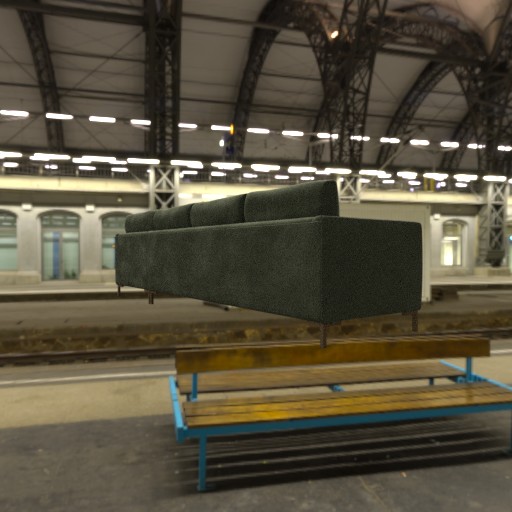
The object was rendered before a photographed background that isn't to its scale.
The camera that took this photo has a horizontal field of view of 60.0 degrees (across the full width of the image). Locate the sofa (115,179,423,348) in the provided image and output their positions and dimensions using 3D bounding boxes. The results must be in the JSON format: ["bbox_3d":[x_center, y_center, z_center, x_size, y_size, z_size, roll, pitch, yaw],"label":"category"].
[{"bbox_3d":[0.000,0.000,3.332,1.255,0.756,2.725,-1,1,-36],"label":"sofa"}]
